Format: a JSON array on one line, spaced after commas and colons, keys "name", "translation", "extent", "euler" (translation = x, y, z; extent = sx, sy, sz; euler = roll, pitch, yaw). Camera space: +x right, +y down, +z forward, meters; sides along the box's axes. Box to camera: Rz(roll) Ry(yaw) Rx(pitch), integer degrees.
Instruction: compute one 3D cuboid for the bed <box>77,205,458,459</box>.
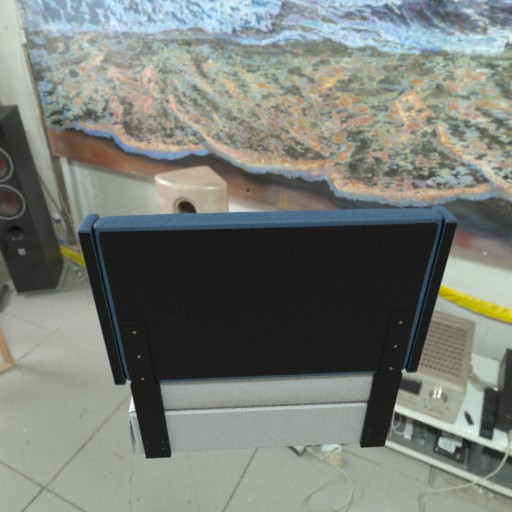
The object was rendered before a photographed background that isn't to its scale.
[{"name": "bed", "translation": [0.000, 0.000, 3.264], "extent": [1.719, 1.665, 2.078], "euler": [-2, 32, -3]}]
